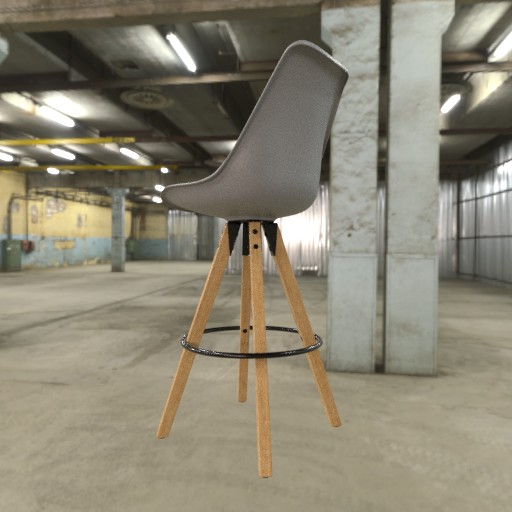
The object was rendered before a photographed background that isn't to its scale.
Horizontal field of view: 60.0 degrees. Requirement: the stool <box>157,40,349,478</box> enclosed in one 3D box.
[{"bbox_3d":[0.000,0.000,1.391,0.550,1.115,0.485,1,1,36],"label":"stool"}]
